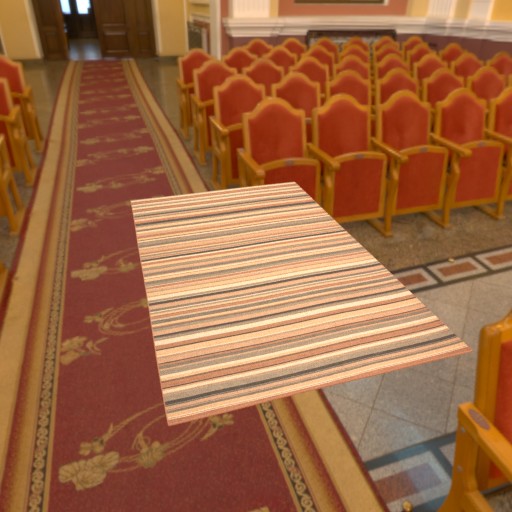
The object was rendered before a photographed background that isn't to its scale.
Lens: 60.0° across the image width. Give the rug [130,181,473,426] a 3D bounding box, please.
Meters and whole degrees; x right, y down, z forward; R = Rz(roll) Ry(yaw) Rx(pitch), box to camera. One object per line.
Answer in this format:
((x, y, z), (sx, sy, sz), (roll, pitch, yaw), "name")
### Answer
((0.000, 0.000, 3.033), (1.523, 0.014, 2.438), (-9, 32, -15), "rug")
